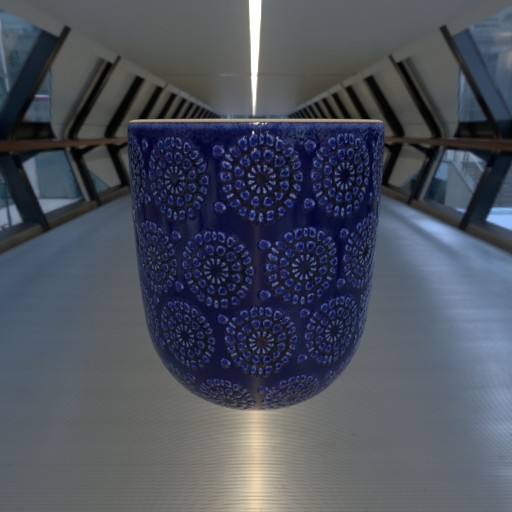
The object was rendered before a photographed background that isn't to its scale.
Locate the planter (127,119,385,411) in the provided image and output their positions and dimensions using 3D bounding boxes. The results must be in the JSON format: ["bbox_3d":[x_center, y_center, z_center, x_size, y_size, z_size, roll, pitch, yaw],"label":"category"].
[{"bbox_3d":[0.000,0.000,0.353,0.184,0.206,0.184,0,16,0],"label":"planter"}]
